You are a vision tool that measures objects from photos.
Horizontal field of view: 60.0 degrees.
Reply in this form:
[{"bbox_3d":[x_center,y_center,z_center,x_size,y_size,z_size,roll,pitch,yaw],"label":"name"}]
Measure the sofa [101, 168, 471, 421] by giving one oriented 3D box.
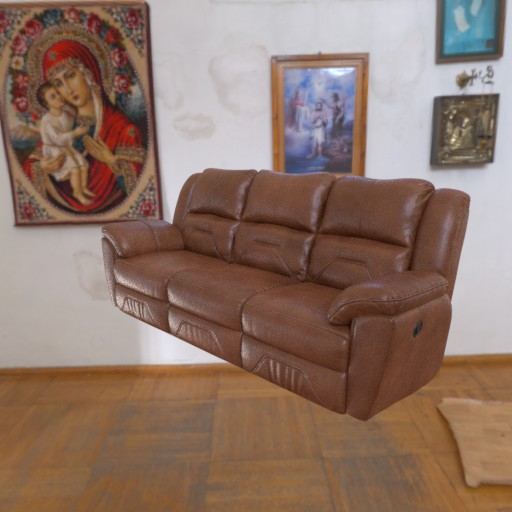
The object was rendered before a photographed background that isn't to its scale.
[{"bbox_3d":[0.000,0.000,2.824,2.337,1.043,0.991,13,19,42],"label":"sofa"}]
